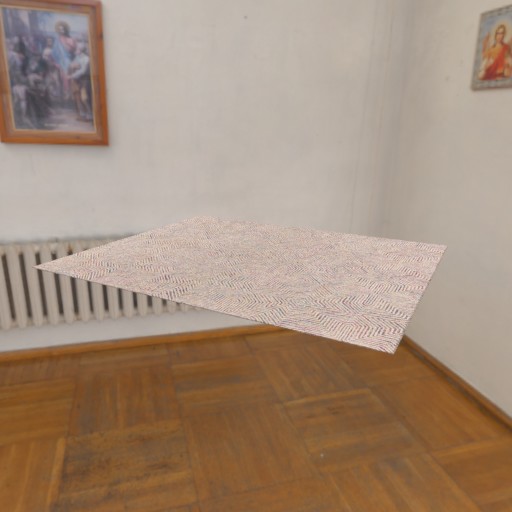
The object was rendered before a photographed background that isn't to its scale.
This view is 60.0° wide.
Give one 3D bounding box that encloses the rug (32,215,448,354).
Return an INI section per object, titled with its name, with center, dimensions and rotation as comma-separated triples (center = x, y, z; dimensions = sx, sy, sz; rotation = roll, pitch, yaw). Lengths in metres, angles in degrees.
[rug]
center = 0.000, 0.000, 4.121
dimensions = 3.046, 0.008, 2.442
rotation = 9, 19, 27
